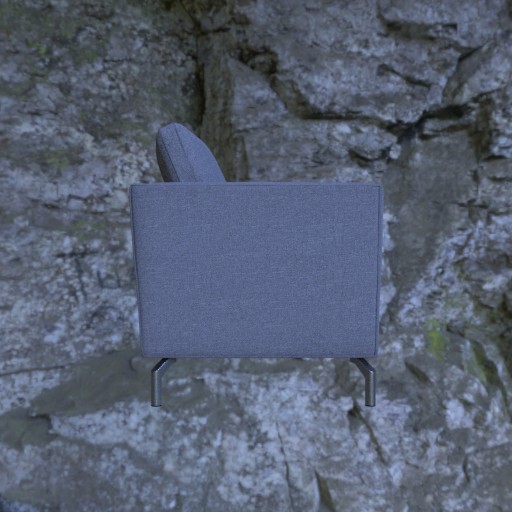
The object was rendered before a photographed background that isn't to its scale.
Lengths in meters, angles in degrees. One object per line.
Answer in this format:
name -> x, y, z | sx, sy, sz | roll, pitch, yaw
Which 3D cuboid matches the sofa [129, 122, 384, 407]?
sofa -> 0.000, 0.000, 2.148 | 0.803, 0.924, 1.594 | 0, 1, 0
